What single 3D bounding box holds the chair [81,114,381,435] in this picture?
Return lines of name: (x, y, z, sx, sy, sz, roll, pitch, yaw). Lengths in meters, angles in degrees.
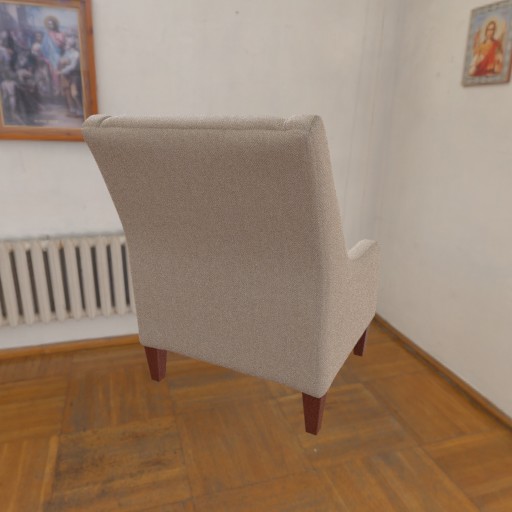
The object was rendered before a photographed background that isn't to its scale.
chair: (0.000, 0.000, 1.668, 0.774, 1.014, 0.870, 9, 20, 26)
